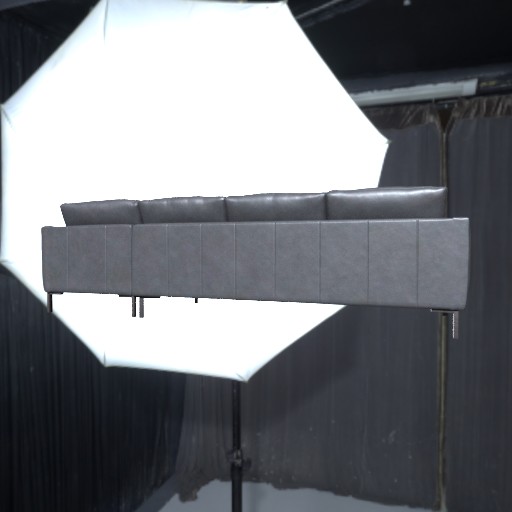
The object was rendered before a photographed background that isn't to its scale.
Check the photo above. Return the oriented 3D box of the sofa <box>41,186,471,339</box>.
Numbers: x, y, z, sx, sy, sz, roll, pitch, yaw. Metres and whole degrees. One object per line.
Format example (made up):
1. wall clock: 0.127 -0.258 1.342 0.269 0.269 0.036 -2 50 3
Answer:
1. sofa: 0.000 0.000 3.556 2.993 0.859 1.471 0 1 20
